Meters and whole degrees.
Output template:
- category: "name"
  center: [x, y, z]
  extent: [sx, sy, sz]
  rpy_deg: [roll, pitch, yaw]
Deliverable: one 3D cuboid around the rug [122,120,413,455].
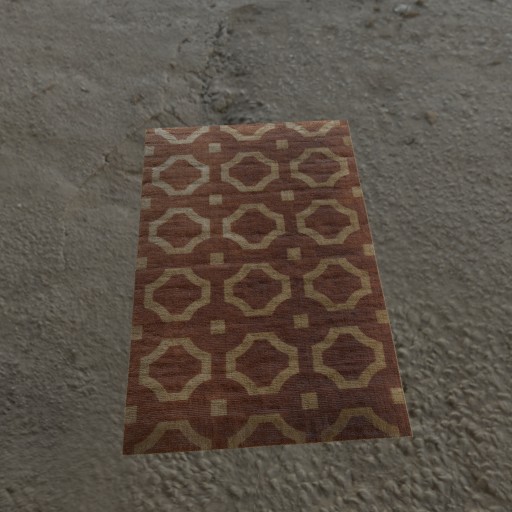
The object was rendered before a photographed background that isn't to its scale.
- category: "rug"
  center: [0.000, 0.000, 2.881]
  extent: [1.555, 0.016, 2.286]
  rpy_deg: [-3, 63, -2]
